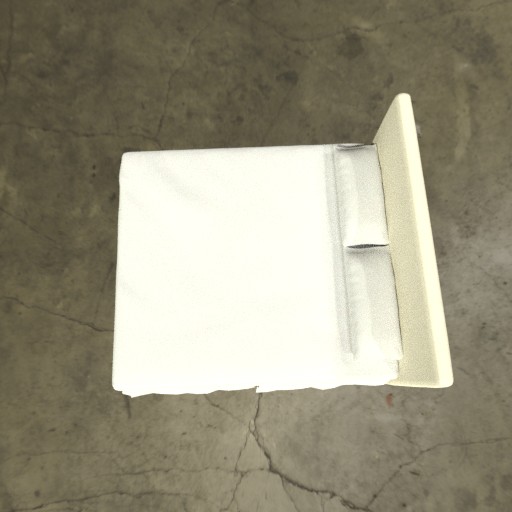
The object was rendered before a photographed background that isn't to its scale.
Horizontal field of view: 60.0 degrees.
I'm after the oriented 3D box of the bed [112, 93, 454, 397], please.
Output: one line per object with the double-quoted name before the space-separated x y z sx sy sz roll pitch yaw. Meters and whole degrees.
"bed" 0.000 0.000 3.528 2.341 1.317 2.119 -2 75 -1
